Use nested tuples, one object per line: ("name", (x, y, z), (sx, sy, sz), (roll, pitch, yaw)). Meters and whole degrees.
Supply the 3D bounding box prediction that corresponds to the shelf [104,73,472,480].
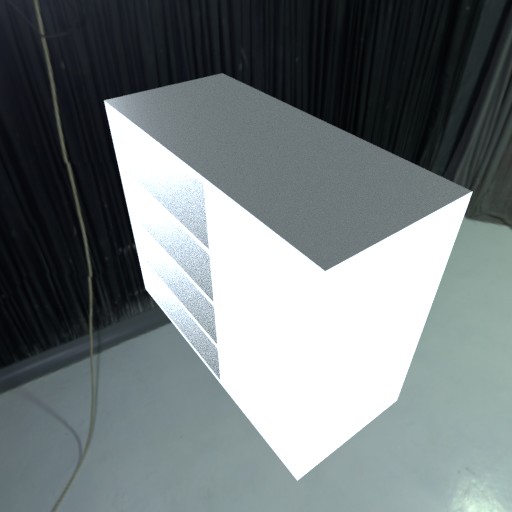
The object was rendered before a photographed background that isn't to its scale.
("shelf", (0.000, 0.000, 1.290), (0.396, 0.732, 0.895), (-25, 46, -27))
